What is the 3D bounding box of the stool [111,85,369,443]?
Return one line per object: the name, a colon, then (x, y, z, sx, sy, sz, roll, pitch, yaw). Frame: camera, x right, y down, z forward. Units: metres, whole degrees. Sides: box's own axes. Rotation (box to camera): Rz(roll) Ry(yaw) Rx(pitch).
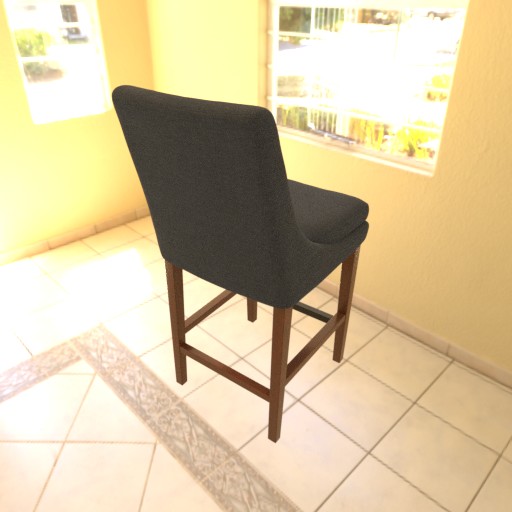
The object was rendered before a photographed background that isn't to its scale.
stool: (0.000, 0.000, 1.303, 0.470, 0.981, 0.577, 20, 36, 30)
